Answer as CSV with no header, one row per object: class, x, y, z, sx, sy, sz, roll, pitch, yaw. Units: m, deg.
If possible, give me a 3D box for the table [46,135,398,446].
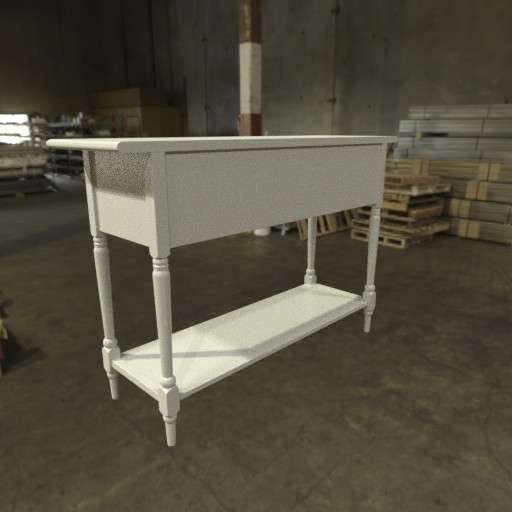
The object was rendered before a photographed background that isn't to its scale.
table,0.000,0.000,1.564,0.384,0.808,1.197,15,22,43
